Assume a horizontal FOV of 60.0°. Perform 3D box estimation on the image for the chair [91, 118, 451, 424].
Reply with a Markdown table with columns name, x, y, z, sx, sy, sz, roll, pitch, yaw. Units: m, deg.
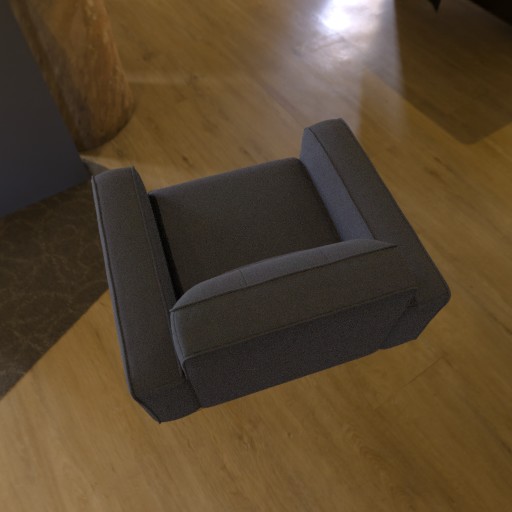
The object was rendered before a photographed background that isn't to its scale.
| name | x | y | z | sx | sy | sz | roll | pitch | yaw |
| --- | --- | --- | --- | --- | --- | --- | --- | --- | --- |
| chair | 0.000 | 0.000 | 1.772 | 1.118 | 0.783 | 0.953 | -16 | 60 | -9 |
